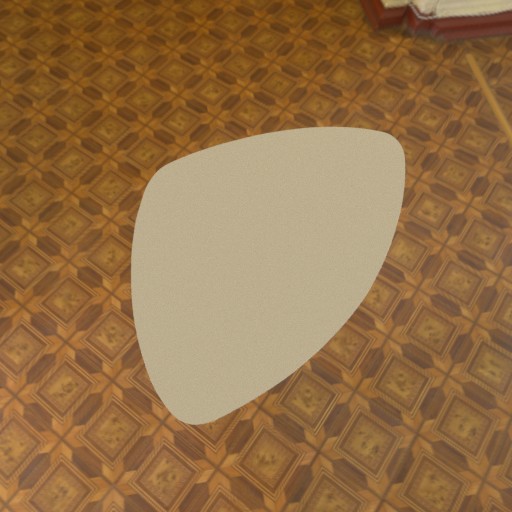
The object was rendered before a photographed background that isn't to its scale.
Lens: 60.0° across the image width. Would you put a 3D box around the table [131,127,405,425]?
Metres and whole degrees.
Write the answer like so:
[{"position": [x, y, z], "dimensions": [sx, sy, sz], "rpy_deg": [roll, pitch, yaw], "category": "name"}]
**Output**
[{"position": [0.000, 0.000, 1.694], "dimensions": [0.850, 0.440, 1.250], "rpy_deg": [33, 68, 15], "category": "table"}]
